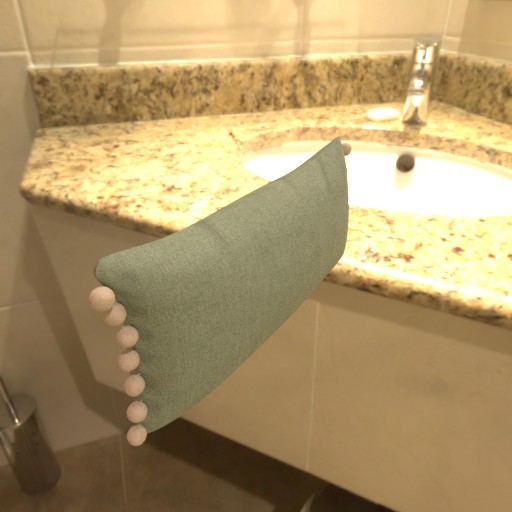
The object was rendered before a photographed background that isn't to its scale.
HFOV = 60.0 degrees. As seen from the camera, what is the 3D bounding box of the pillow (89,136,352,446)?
[{"bbox_3d":[0.000,0.000,0.823,0.201,0.322,0.709,20,37,29],"label":"pillow"}]
